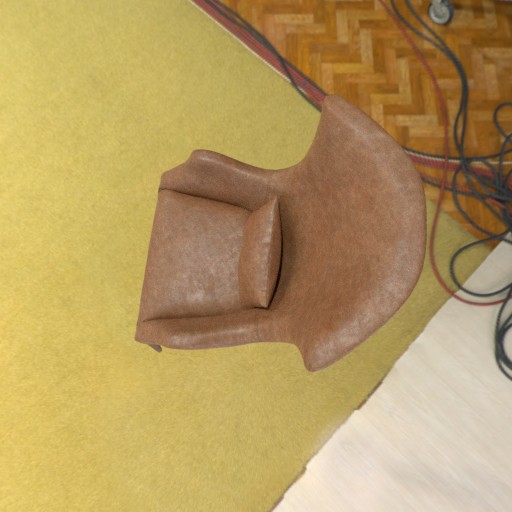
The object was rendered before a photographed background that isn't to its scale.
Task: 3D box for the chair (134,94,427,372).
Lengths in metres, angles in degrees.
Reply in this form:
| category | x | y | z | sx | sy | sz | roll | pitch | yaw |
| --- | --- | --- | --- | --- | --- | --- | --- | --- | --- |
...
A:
| category | x | y | z | sx | sy | sz | roll | pitch | yaw |
| --- | --- | --- | --- | --- | --- | --- | --- | --- | --- |
| chair | 0.000 | 0.000 | 1.750 | 0.955 | 1.067 | 0.846 | 6 | 76 | 1 |
